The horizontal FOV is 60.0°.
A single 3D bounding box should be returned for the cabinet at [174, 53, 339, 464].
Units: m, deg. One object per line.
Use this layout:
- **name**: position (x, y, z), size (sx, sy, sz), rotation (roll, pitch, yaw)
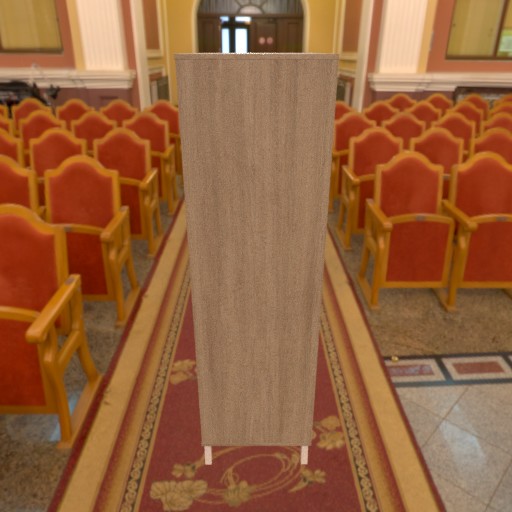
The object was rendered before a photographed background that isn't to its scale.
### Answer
- **cabinet**: position (0.000, 0.000, 2.404), size (0.571, 1.999, 1.006), rotation (0, 25, 0)
